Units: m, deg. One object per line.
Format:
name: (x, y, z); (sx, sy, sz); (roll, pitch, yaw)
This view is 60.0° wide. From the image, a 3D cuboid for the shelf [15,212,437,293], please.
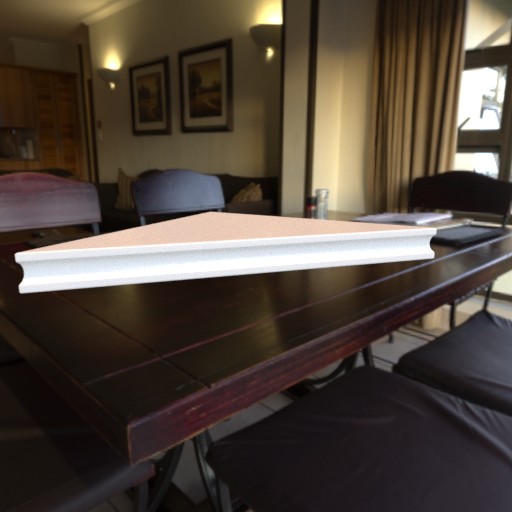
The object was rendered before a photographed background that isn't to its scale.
shelf: (0.000, 0.000, 0.429); (0.296, 0.035, 0.296); (7, 15, 26)
